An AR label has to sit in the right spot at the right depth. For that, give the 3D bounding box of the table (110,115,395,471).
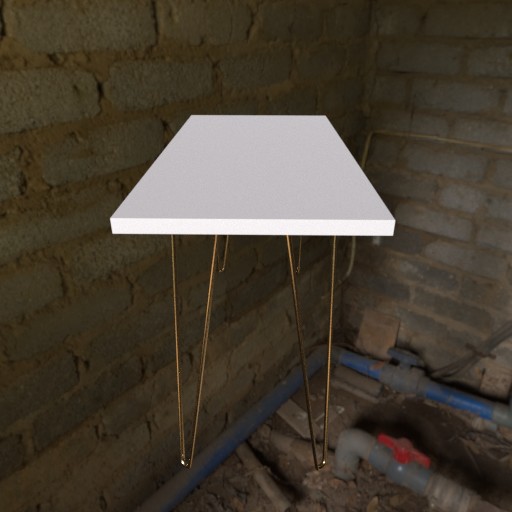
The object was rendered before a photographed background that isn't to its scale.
[{"bbox_3d":[0.000,0.000,1.359,0.498,0.660,0.991,0,28,1],"label":"table"}]
